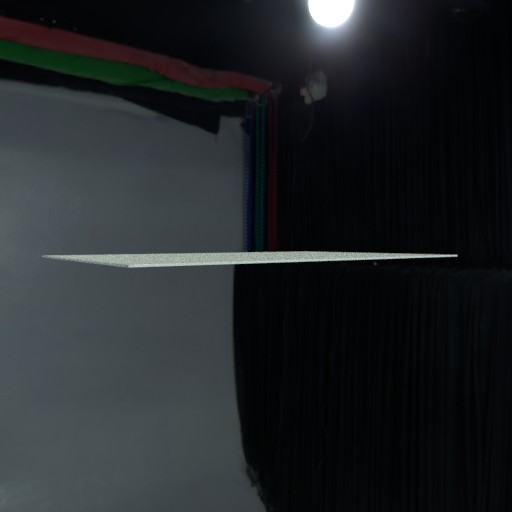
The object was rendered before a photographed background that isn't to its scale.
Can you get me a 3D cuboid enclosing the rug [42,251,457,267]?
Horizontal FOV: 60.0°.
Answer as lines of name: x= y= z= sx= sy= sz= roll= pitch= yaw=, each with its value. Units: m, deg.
rug: x=0.000 y=0.000 z=2.229 sx=1.753 sy=0.008 sz=1.143 roll=-1 pitch=2 yaw=-37
